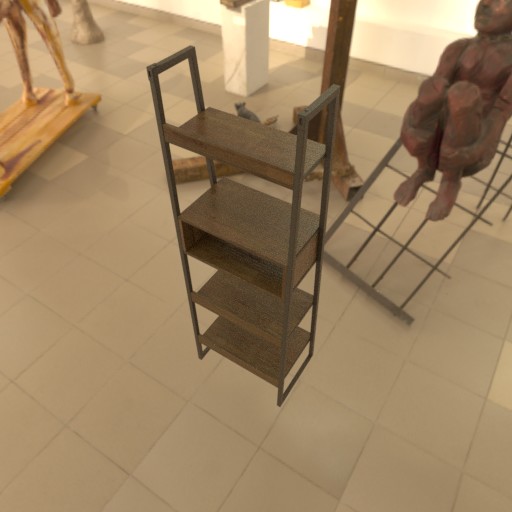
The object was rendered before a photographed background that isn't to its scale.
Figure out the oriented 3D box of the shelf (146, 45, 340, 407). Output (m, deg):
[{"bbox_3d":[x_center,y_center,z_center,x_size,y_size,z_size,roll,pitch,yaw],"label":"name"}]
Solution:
[{"bbox_3d":[0.000,0.000,2.331,0.652,2.005,0.454,25,51,22],"label":"shelf"}]
